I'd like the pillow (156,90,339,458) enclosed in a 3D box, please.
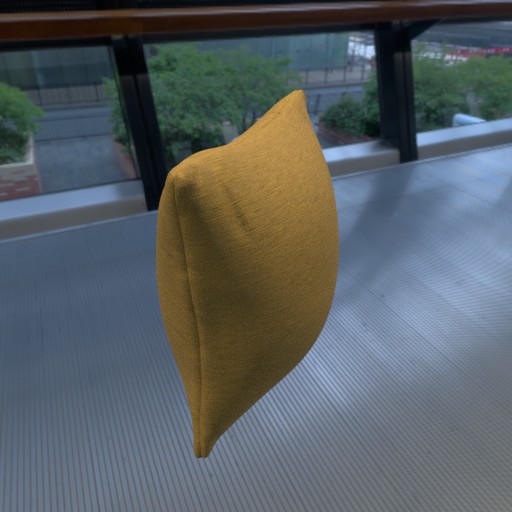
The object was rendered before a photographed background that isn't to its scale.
[{"bbox_3d":[0.000,0.000,0.677,0.247,0.417,0.435,11,32,17],"label":"pillow"}]
